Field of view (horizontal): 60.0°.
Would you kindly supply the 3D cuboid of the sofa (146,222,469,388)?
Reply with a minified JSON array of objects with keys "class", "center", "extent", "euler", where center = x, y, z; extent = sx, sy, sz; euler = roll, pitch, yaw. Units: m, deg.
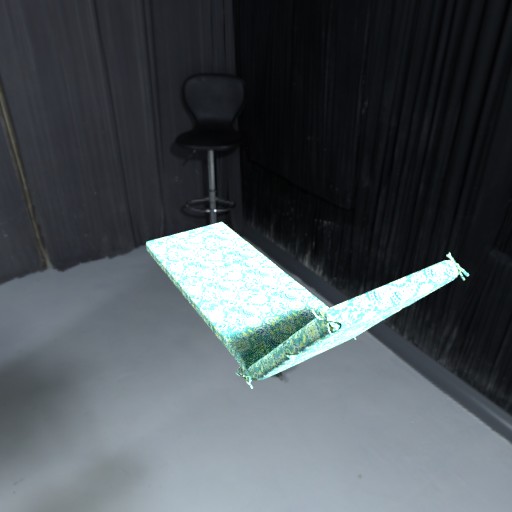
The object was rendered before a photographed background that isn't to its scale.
[{"class":"sofa","center":[0.000,0.000,1.996],"extent":[0.582,0.622,1.663],"euler":[-17,35,-27]}]
